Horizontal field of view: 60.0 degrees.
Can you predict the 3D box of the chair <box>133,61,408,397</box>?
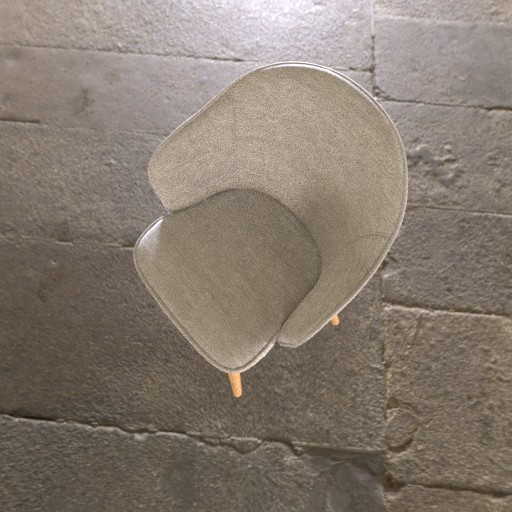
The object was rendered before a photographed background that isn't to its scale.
[{"bbox_3d":[0.000,0.000,1.127,0.530,0.800,0.540,-37,70,-16],"label":"chair"}]
